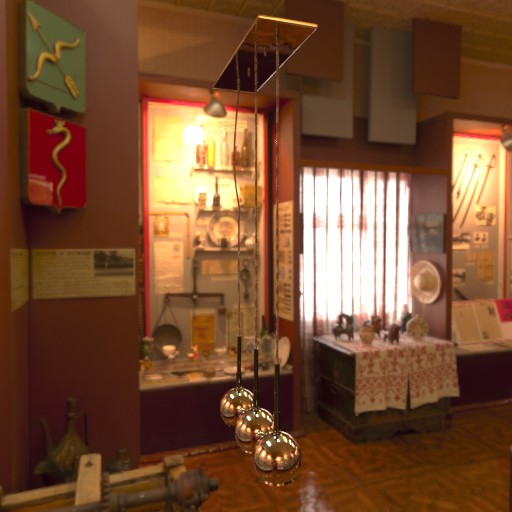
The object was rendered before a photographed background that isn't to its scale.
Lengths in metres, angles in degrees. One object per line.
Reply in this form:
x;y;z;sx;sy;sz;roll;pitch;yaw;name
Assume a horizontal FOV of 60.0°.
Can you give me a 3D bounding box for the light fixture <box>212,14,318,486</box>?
0.000;0.000;1.618;0.188;1.408;0.623;0;2;-18;light fixture
